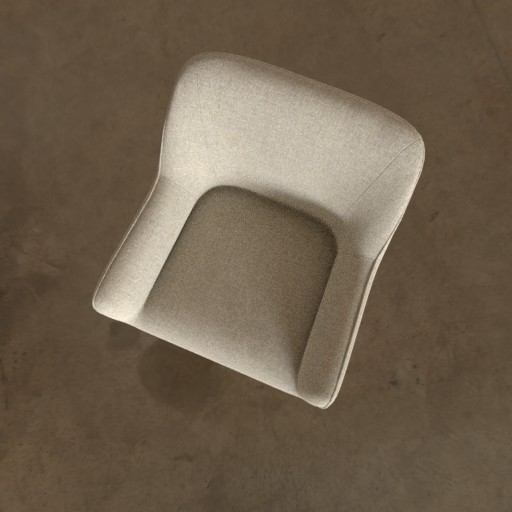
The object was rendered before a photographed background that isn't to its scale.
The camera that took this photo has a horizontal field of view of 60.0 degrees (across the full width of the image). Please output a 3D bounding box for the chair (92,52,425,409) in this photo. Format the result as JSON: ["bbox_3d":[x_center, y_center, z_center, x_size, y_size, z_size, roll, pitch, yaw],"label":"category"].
[{"bbox_3d":[0.000,0.000,1.225,0.610,0.813,0.610,22,78,5],"label":"chair"}]
